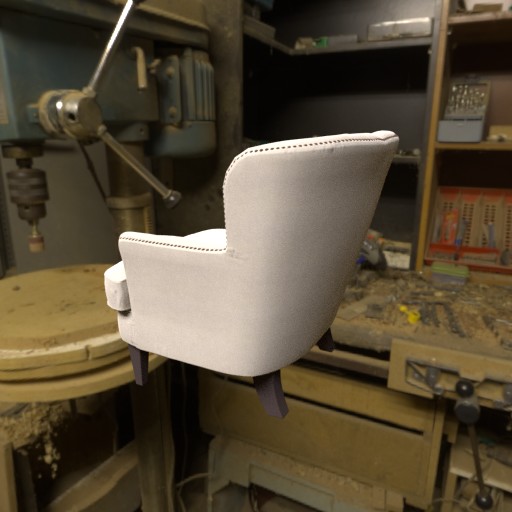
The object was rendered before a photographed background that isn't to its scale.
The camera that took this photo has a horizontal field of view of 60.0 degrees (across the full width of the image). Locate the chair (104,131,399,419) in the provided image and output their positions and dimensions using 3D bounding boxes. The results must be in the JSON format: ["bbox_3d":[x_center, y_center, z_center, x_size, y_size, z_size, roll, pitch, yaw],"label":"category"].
[{"bbox_3d":[0.000,0.000,1.596,0.906,0.868,0.848,8,18,26],"label":"chair"}]
